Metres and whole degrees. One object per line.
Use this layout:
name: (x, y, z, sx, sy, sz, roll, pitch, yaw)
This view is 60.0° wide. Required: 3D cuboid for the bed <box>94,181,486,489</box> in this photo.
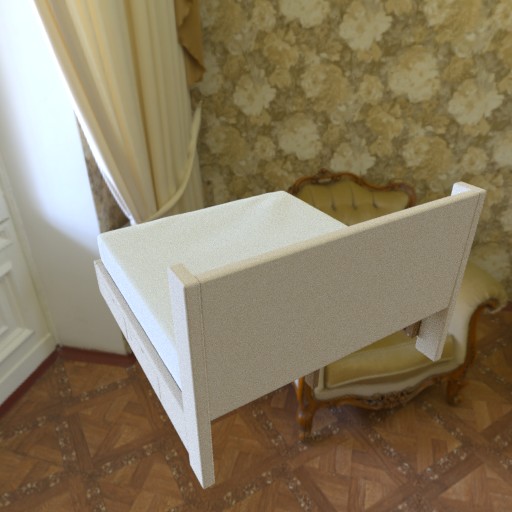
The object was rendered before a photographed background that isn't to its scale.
bed: (0.000, 0.000, 3.602, 2.145, 1.471, 2.293, -17, 34, -27)
